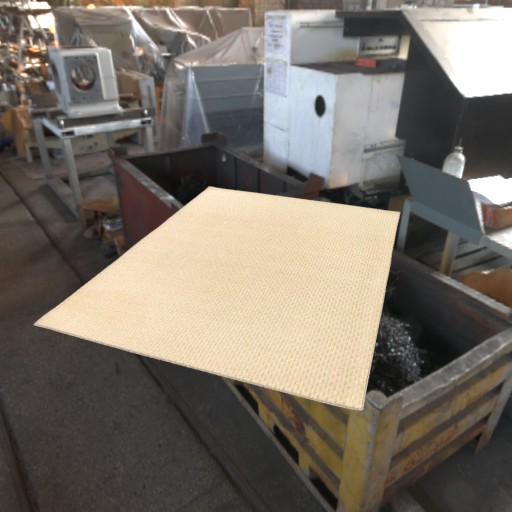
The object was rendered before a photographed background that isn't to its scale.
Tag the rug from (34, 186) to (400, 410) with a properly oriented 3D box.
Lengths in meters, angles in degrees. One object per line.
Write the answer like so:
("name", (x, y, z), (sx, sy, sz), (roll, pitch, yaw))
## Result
("rug", (0.000, 0.000, 3.945), (2.277, 0.035, 2.897), (10, 31, 17))
